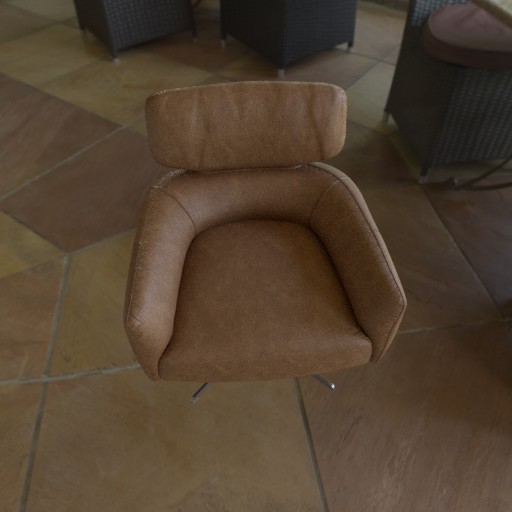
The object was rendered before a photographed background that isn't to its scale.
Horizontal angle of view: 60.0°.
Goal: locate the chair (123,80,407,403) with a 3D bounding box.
[{"bbox_3d":[0.000,0.000,1.362,0.706,0.812,0.715,-4,47,-4],"label":"chair"}]
